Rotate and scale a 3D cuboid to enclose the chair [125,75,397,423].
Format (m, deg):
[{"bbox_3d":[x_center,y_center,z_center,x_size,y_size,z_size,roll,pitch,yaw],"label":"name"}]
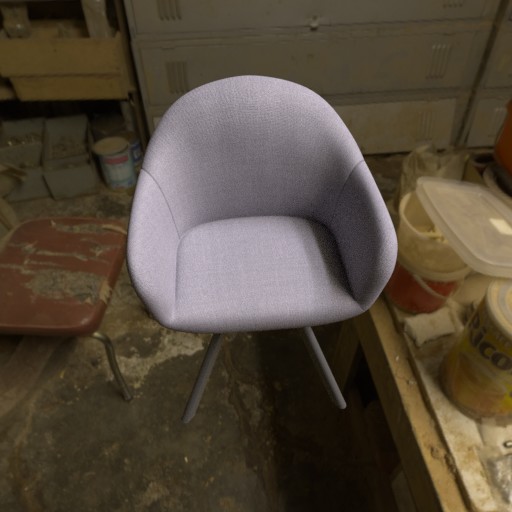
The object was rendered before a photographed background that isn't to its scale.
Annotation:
[{"bbox_3d":[0.000,0.000,1.222,0.590,0.795,0.550,-4,45,-4],"label":"chair"}]
